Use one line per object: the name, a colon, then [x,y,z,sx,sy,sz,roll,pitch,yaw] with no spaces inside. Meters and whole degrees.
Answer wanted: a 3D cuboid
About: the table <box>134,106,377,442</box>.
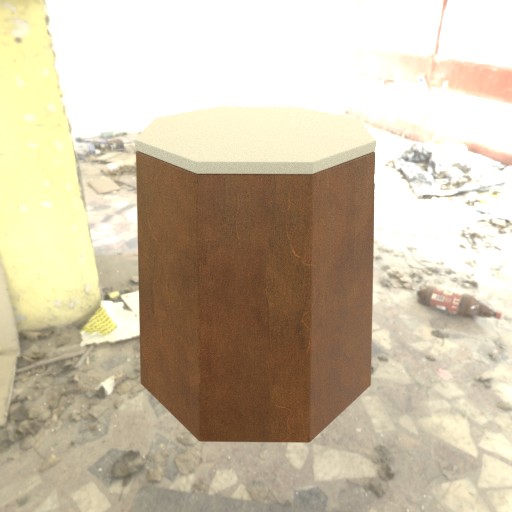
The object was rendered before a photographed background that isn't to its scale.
table: [0.000,0.000,0.800,0.439,0.457,0.439,-1,30,-1]
